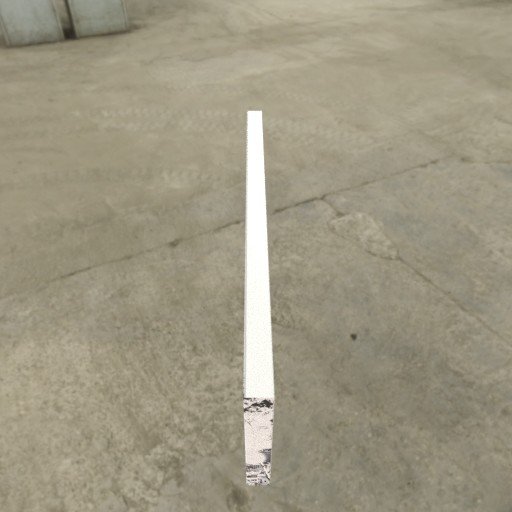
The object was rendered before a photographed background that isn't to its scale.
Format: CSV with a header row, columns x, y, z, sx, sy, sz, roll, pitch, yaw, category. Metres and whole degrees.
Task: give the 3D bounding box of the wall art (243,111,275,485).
x,y,z,sx,sy,sz,roll,pitch,yaw,category
0.000,0.000,0.879,0.036,0.256,0.766,0,42,0,wall art
